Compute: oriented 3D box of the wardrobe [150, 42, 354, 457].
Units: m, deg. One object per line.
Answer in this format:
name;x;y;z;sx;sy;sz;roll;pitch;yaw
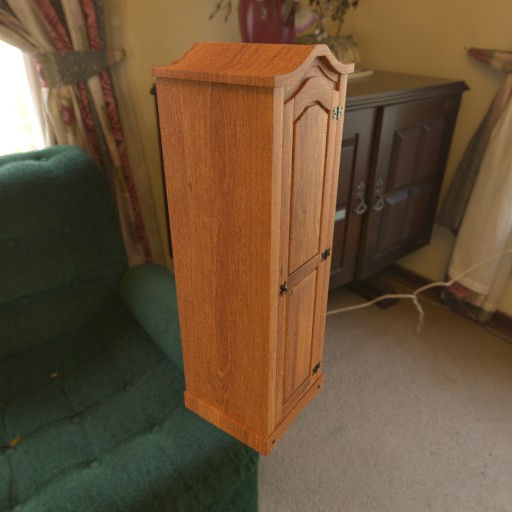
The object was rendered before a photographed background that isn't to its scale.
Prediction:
wardrobe;0.000;0.000;2.152;0.570;1.870;0.590;19;33;31
